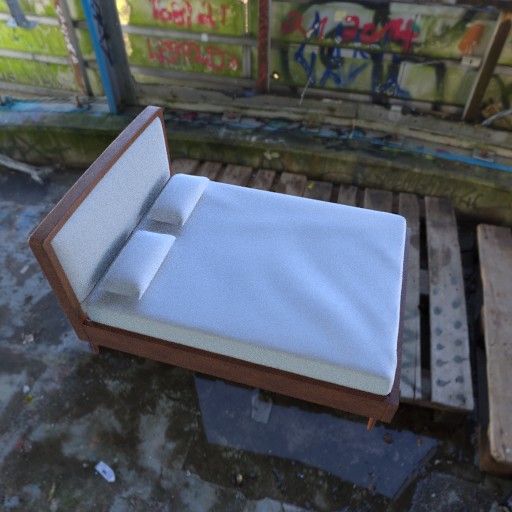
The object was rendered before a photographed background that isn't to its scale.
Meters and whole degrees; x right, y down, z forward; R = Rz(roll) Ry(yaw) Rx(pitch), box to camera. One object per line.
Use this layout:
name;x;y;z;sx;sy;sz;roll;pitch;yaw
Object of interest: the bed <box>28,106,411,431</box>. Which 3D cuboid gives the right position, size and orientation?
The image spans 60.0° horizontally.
bed;0.000;0.000;3.217;2.196;1.275;1.587;12;48;11
